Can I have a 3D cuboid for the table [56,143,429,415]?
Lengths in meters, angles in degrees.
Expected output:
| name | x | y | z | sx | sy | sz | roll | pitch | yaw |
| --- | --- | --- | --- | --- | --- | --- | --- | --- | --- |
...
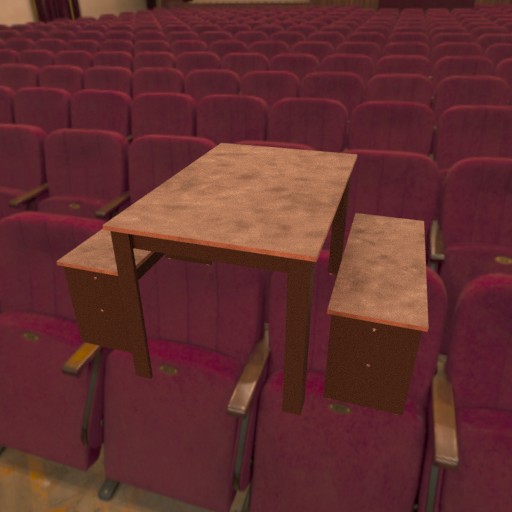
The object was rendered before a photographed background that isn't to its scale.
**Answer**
| name | x | y | z | sx | sy | sz | roll | pitch | yaw |
| --- | --- | --- | --- | --- | --- | --- | --- | --- | --- |
| table | 0.000 | 0.000 | 2.026 | 1.443 | 0.700 | 1.100 | 9 | 30 | 15 |
